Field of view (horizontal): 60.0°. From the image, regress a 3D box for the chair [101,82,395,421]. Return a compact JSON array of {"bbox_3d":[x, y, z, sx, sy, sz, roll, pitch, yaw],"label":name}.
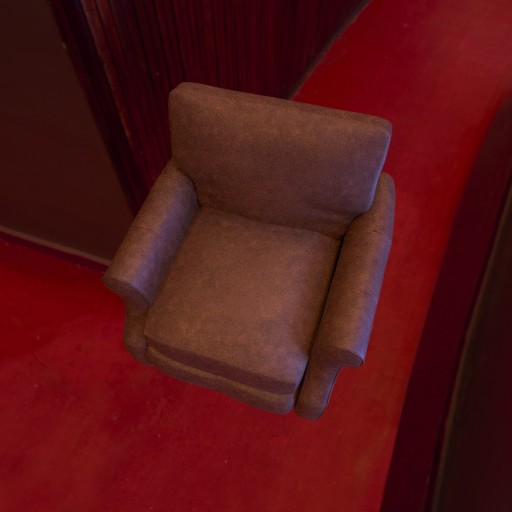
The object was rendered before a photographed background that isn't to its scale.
[{"bbox_3d":[0.000,0.000,1.793,0.996,0.976,1.002,16,60,9],"label":"chair"}]
